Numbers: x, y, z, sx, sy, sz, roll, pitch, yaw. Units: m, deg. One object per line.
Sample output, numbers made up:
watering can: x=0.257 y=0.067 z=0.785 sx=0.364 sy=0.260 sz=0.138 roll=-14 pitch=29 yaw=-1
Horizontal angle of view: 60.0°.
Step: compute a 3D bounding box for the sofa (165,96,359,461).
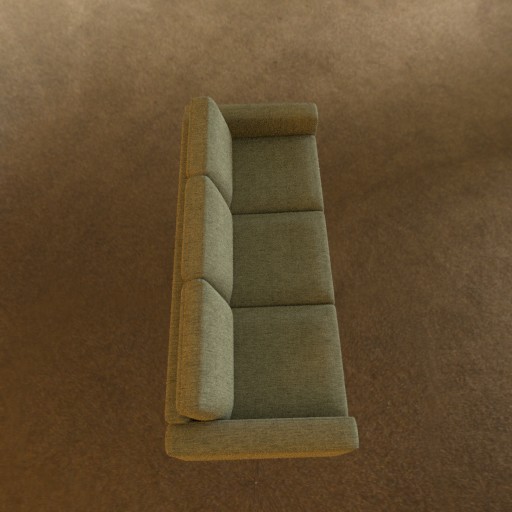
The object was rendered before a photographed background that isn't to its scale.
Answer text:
sofa: x=0.000 y=0.000 z=2.626 sx=0.900 sy=0.800 sz=2.160 roll=-2 pitch=63 yaw=-1
